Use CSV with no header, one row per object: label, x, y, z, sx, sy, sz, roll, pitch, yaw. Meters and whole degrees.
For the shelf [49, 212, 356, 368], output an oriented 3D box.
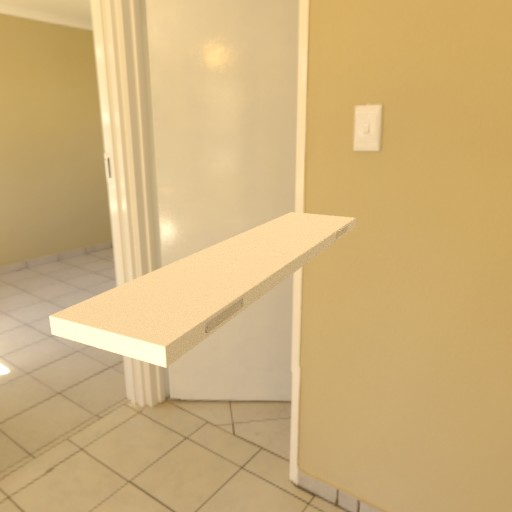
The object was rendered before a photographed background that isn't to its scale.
shelf,0.000,0.000,0.662,0.140,0.020,0.610,8,18,26
